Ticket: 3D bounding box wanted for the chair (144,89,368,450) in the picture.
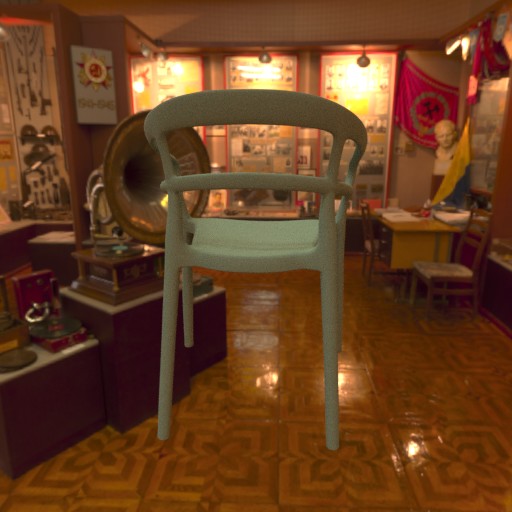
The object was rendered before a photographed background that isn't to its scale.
[{"bbox_3d":[0.000,0.000,1.150,0.559,0.761,0.527,1,15,5],"label":"chair"}]
